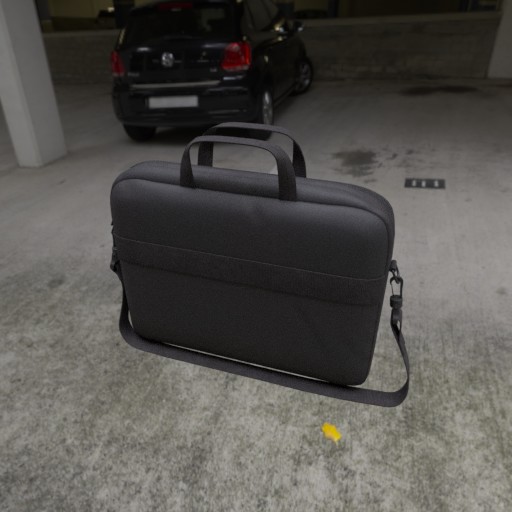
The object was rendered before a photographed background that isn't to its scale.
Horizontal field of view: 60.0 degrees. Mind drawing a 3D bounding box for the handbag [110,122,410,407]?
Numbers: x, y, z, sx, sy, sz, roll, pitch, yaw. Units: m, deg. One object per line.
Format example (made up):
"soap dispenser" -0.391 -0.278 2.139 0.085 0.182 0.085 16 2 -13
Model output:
"handbag" 0.000 0.000 0.432 0.320 0.244 0.089 10 33 15
